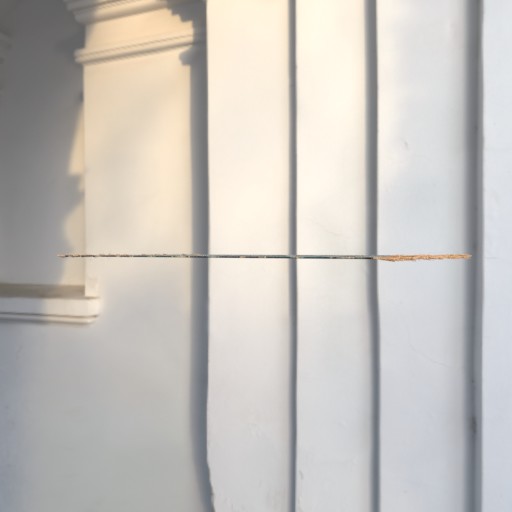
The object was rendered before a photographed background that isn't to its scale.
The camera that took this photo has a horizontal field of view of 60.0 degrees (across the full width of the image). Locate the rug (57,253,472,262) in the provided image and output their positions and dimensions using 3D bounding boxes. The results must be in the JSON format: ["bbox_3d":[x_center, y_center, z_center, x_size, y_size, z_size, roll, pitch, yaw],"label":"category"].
[{"bbox_3d":[0.000,0.000,2.404,1.936,0.028,1.181,0,1,36],"label":"rug"}]
